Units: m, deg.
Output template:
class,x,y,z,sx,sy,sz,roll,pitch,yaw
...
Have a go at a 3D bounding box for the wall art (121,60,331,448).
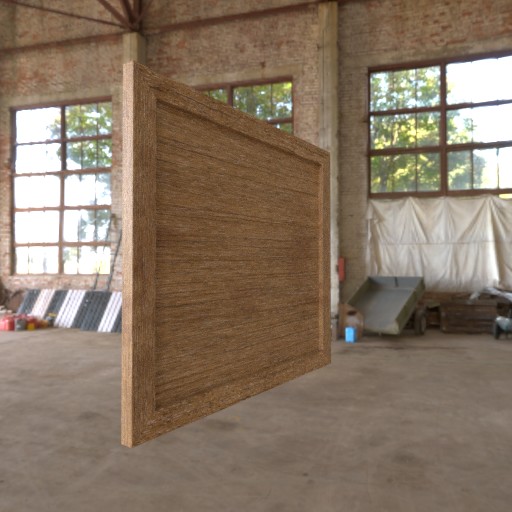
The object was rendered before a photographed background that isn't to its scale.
class,x,y,z,sx,sy,sz,roll,pitch,yaw
wall art,0.000,0.000,0.961,0.026,0.588,0.690,-1,-1,35
